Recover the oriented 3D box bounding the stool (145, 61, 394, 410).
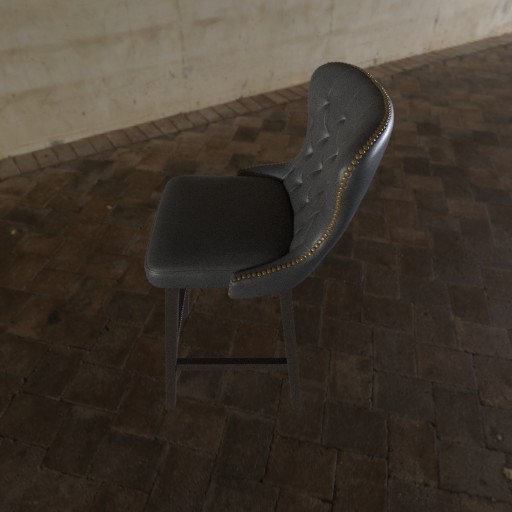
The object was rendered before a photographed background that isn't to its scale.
[{"bbox_3d":[0.000,0.000,1.293,0.593,0.971,0.528,0,42,0],"label":"stool"}]
